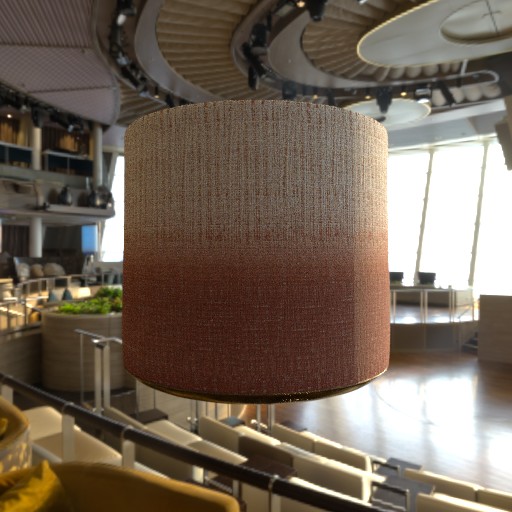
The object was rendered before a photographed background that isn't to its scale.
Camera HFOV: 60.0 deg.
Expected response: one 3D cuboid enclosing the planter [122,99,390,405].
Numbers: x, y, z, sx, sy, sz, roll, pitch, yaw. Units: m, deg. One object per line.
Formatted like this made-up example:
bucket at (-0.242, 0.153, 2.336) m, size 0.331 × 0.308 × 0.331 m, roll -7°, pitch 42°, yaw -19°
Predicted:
planter at (0.000, 0.000, 0.306) m, size 0.178 × 0.157 × 0.178 m, roll 0°, pitch 0°, yaw 0°
